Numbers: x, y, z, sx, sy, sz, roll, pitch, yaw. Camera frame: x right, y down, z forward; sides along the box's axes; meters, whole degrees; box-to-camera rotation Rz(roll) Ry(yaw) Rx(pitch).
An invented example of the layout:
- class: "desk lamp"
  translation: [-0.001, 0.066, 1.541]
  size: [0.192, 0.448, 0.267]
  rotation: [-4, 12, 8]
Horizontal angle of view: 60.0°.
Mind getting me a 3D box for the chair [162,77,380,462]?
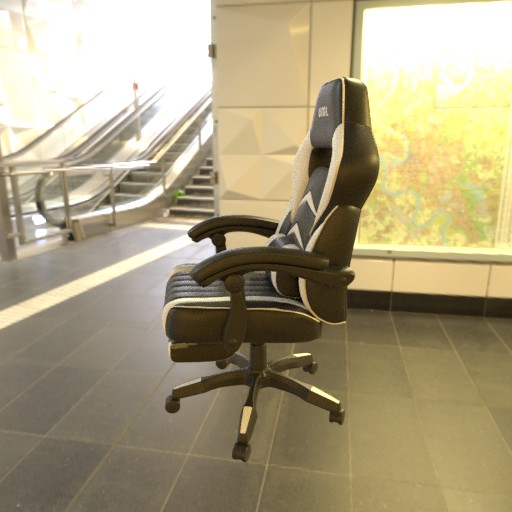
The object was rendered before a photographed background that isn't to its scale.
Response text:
- class: "chair"
  translation: [0.000, 0.000, 1.594]
  size: [0.700, 1.200, 0.676]
  rotation: [-2, 15, -9]
